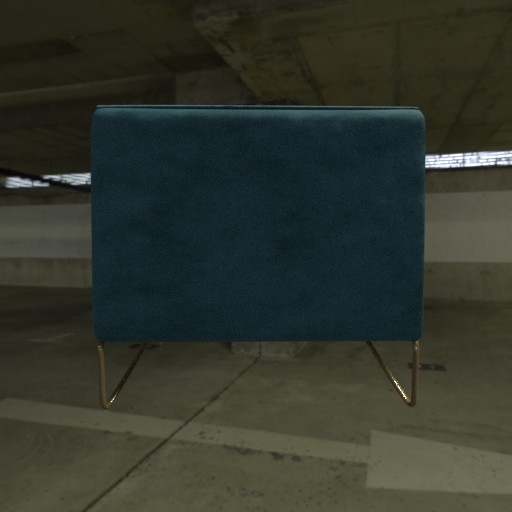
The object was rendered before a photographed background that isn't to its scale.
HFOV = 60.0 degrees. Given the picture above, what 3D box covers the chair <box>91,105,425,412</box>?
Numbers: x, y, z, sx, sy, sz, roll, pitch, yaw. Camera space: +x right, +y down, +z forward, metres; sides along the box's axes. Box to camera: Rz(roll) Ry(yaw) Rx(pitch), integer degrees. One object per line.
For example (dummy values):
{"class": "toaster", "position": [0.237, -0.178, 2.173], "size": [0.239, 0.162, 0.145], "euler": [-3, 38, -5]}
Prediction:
{"class": "chair", "position": [0.000, 0.000, 1.567], "size": [0.880, 0.790, 0.894], "euler": [0, 1, -1]}
